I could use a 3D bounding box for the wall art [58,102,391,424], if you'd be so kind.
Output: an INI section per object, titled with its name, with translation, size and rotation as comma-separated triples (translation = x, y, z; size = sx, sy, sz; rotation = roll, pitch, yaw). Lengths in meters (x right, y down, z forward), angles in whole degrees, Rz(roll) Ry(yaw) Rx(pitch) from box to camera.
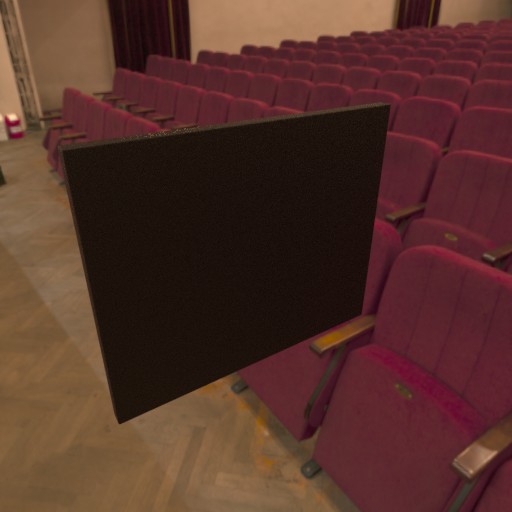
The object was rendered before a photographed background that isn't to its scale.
[wall art]
translation = 0.000, 0.000, 0.767
size = 0.558, 0.457, 0.031
rotation = -17, 33, -29
